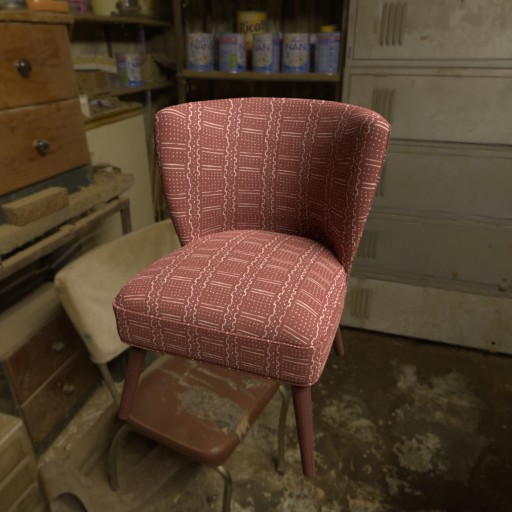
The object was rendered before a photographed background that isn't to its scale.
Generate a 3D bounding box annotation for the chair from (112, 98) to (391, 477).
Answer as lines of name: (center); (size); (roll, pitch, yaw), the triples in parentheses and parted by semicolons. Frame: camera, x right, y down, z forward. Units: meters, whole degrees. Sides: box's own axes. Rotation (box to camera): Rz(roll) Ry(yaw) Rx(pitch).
chair: (0.000, 0.000, 1.383); (0.706, 0.866, 0.758); (9, 27, 18)
